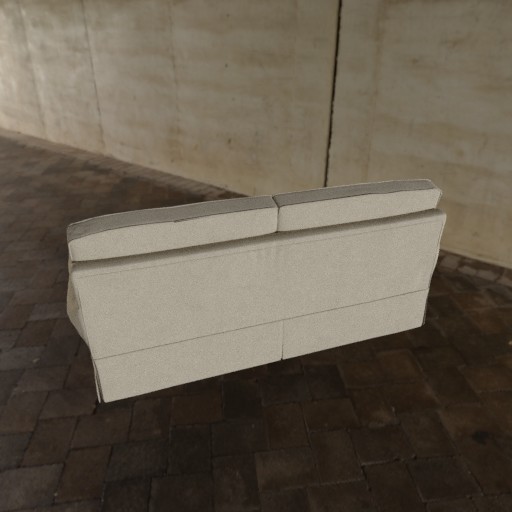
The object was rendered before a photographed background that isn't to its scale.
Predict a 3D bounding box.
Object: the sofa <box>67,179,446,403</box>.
[{"bbox_3d":[0.000,0.000,2.835,2.246,1.014,0.900,-9,29,-17],"label":"sofa"}]
